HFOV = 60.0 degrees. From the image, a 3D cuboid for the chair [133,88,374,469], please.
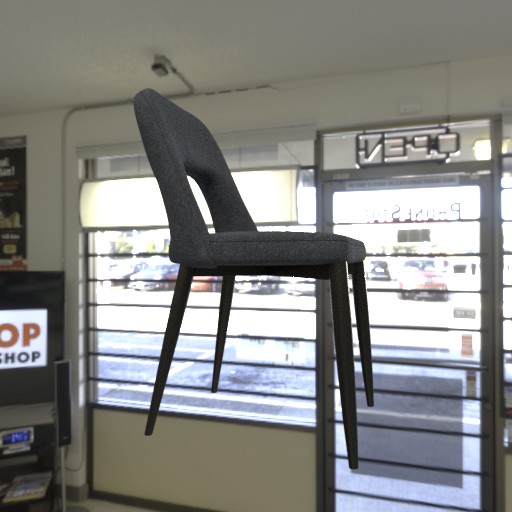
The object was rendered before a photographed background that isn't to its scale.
[{"bbox_3d":[0.000,0.000,1.248,0.612,0.931,0.470,0,0,19],"label":"chair"}]
